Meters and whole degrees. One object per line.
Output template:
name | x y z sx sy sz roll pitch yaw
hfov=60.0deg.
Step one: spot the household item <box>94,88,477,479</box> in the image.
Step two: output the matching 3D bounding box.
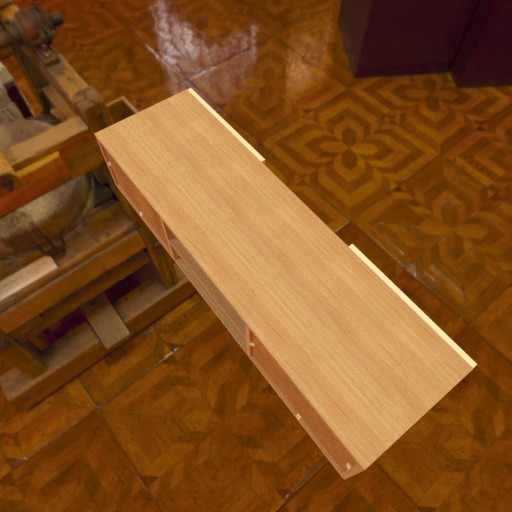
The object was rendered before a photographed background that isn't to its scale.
household item | 0.000 0.000 1.534 0.420 0.310 1.400 -33 65 -18
